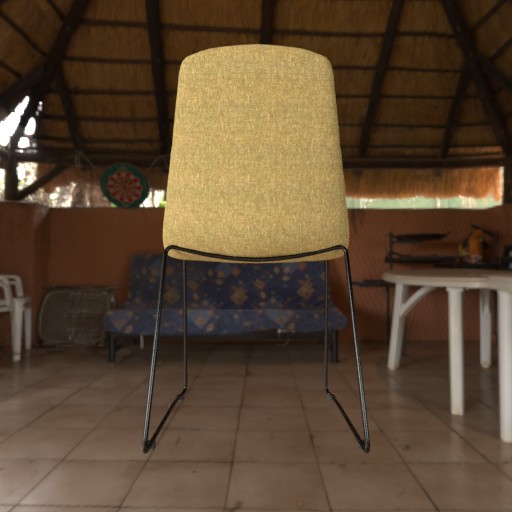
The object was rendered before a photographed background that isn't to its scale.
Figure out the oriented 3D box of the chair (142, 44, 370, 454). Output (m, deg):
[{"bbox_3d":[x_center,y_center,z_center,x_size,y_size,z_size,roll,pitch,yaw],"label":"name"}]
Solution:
[{"bbox_3d":[0.000,0.000,1.129,0.479,0.849,0.496,0,-1,0],"label":"chair"}]
